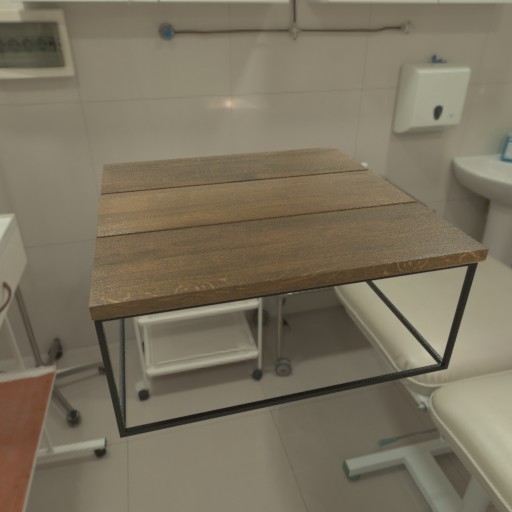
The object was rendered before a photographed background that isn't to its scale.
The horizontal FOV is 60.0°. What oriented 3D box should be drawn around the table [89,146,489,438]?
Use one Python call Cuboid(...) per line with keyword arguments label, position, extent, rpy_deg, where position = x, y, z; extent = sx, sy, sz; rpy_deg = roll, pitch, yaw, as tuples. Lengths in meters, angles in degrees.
Cuboid(label="table", position=(0.000, 0.000, 1.422), extent=(0.900, 0.400, 0.900), rpy_deg=(-7, 30, -13))
